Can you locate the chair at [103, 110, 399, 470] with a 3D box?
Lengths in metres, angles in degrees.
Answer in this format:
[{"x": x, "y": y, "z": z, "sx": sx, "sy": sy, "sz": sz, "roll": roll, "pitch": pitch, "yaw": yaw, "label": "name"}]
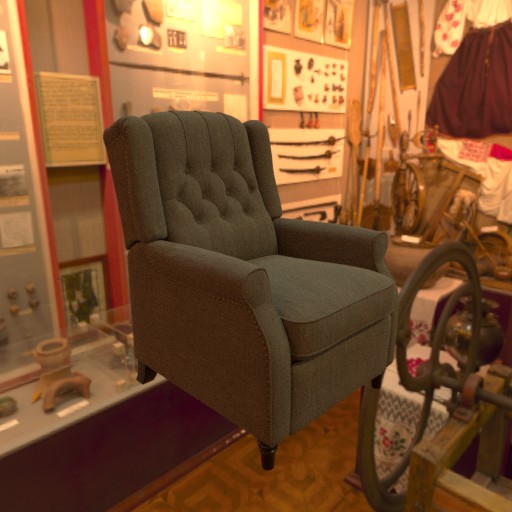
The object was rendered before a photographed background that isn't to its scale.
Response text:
[{"x": 0.000, "y": 0.000, "z": 1.617, "sx": 0.898, "sy": 1.035, "sz": 0.742, "roll": 15, "pitch": 21, "yaw": 43, "label": "chair"}]
